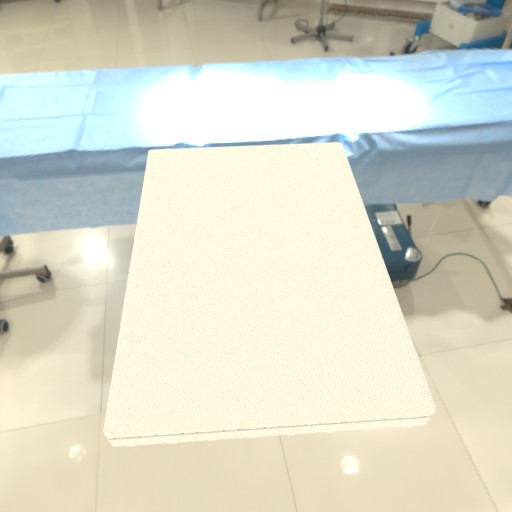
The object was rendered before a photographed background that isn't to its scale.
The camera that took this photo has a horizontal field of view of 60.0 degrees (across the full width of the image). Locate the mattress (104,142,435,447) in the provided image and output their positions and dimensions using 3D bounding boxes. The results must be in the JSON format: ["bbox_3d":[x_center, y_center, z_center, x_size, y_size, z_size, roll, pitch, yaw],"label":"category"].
[{"bbox_3d":[0.000,0.000,2.558,1.400,0.200,2.000,-3,48,-3],"label":"mattress"}]
